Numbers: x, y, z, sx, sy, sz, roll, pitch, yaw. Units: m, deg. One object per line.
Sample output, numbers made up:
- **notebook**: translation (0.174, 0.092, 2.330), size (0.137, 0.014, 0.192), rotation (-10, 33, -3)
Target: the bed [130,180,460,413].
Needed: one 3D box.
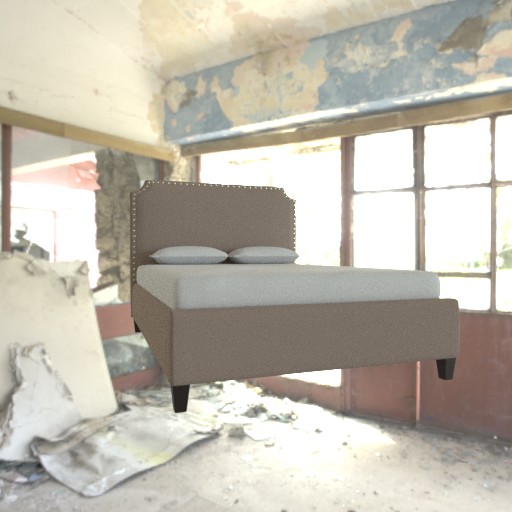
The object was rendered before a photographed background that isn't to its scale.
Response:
- **bed**: translation (0.000, 0.000, 3.405), size (1.713, 1.443, 2.372), rotation (0, 0, -20)
